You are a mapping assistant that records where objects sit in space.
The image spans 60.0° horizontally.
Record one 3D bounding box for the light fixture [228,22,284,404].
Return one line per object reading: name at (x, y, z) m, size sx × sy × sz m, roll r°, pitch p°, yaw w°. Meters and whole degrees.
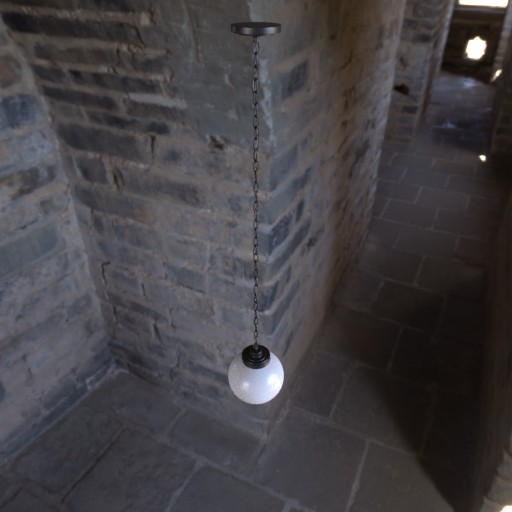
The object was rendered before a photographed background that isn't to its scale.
light fixture at (0.000, 0.000, 2.007) m, size 0.305 × 1.867 × 0.304 m, roll -11°, pitch 35°, yaw -17°
